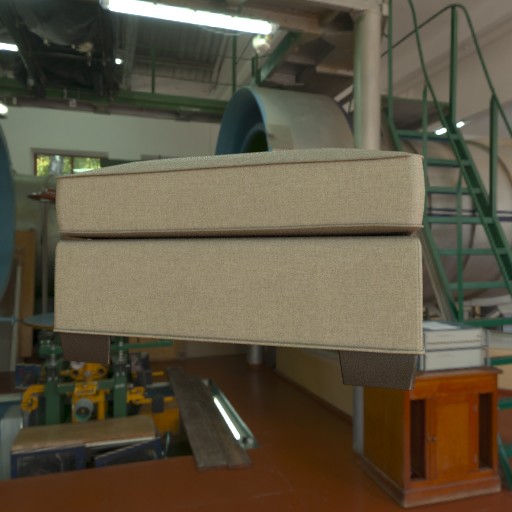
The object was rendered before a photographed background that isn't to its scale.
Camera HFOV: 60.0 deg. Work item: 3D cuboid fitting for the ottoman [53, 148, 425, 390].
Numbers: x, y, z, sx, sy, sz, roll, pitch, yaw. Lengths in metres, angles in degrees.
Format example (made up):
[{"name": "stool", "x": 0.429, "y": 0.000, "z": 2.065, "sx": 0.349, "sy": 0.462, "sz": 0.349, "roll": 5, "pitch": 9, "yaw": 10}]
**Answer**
[{"name": "ottoman", "x": 0.000, "y": 0.000, "z": 1.226, "sx": 0.843, "sy": 0.504, "sz": 0.619, "roll": 0, "pitch": 0, "yaw": 17}]
